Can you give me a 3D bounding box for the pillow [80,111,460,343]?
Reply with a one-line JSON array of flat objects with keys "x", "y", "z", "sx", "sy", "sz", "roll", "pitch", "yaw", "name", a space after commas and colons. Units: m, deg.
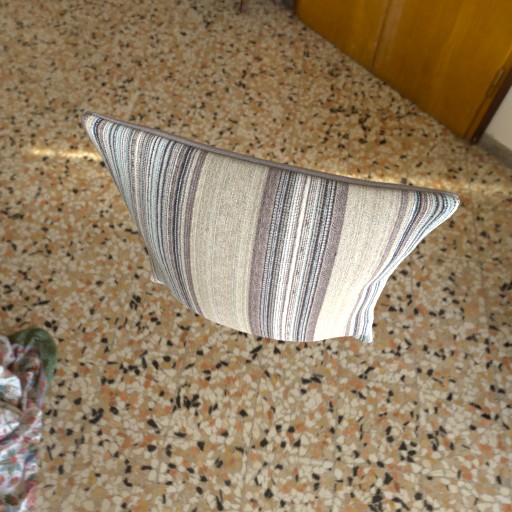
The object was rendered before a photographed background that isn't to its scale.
[{"x": 0.000, "y": 0.000, "z": 0.653, "sx": 0.435, "sy": 0.416, "sz": 0.189, "roll": 15, "pitch": 60, "yaw": 9, "name": "pillow"}]
